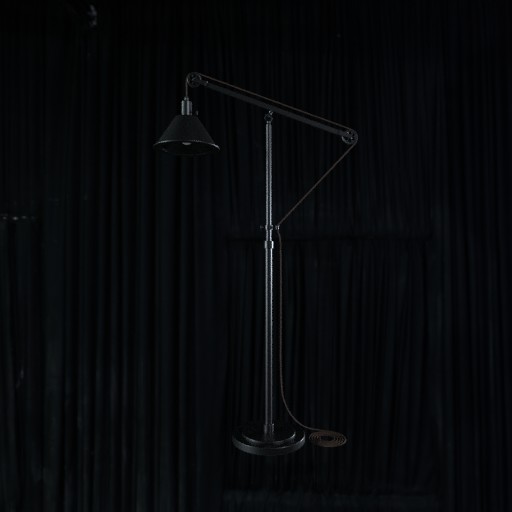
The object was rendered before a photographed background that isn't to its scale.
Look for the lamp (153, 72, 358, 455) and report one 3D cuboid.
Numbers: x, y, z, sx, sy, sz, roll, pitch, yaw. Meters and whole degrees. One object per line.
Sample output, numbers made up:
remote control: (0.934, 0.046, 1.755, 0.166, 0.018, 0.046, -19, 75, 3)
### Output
lamp: (0.000, 0.000, 1.964, 0.904, 1.626, 0.319, 0, 0, -1)
